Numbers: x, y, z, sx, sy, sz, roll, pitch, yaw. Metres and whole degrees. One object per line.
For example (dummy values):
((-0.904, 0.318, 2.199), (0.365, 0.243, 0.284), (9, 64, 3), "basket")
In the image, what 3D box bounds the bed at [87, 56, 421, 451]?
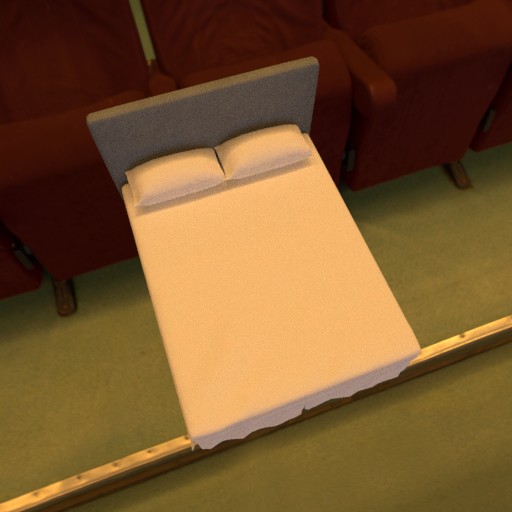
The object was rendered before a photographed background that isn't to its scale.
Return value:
((0.000, 0.000, 3.169), (1.713, 1.330, 2.142), (-18, 65, -9), "bed")
